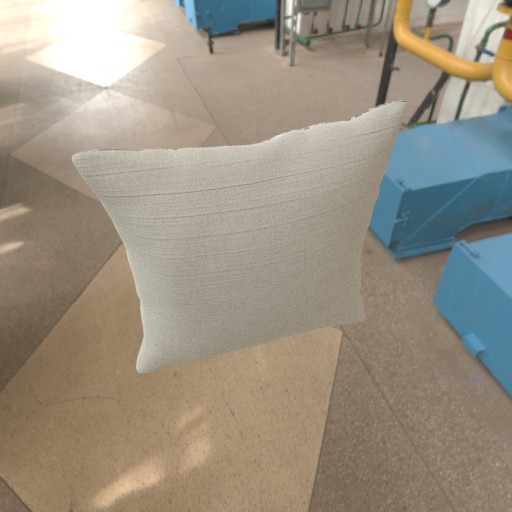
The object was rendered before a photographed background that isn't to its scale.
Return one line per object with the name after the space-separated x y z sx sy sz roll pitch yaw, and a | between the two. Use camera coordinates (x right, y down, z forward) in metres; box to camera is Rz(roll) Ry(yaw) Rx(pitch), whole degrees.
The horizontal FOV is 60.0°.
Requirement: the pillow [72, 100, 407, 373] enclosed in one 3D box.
0.000 0.000 0.737 0.470 0.464 0.175 -12 43 -13 | pillow
